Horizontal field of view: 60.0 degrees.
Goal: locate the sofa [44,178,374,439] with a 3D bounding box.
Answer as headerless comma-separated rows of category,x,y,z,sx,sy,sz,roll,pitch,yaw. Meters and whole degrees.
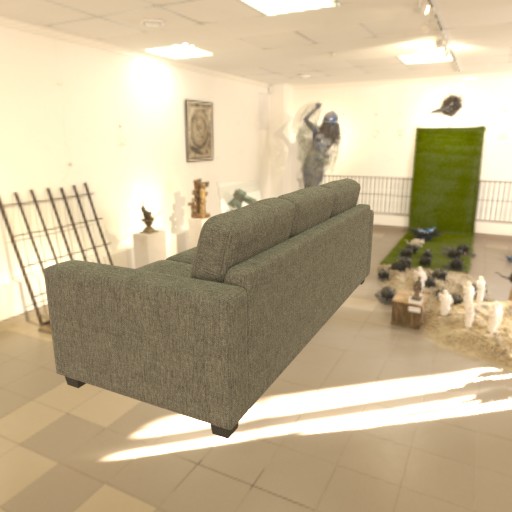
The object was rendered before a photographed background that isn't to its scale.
sofa,0.000,0.000,2.588,0.900,0.800,2.160,7,16,26
